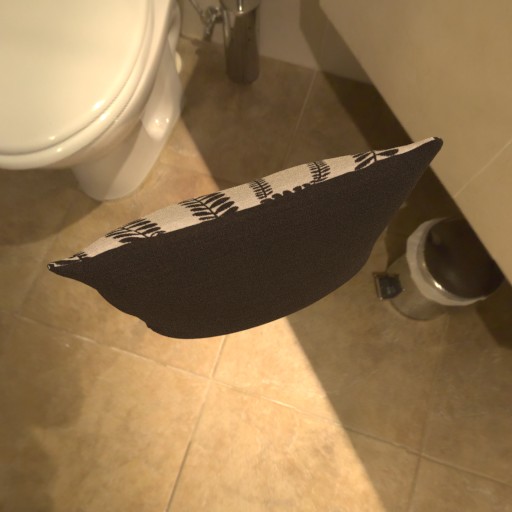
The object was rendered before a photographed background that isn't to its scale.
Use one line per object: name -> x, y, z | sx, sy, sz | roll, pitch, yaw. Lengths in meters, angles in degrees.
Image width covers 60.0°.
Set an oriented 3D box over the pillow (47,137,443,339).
pillow -> 0.000, 0.000, 0.659 | 0.440, 0.441, 0.182 | -18, 75, -5
